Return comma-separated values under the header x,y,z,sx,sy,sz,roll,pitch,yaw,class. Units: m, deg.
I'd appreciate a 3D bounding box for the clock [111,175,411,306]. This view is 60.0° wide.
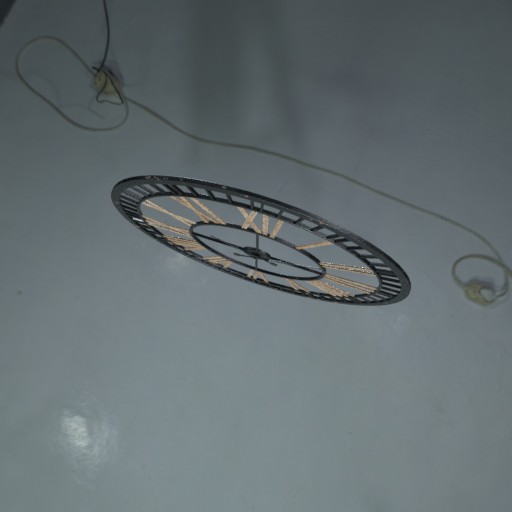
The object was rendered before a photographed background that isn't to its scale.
x,y,z,sx,sy,sz,roll,pitch,yaw,class
0.000,0.000,1.254,0.843,0.843,0.025,18,76,5,clock
